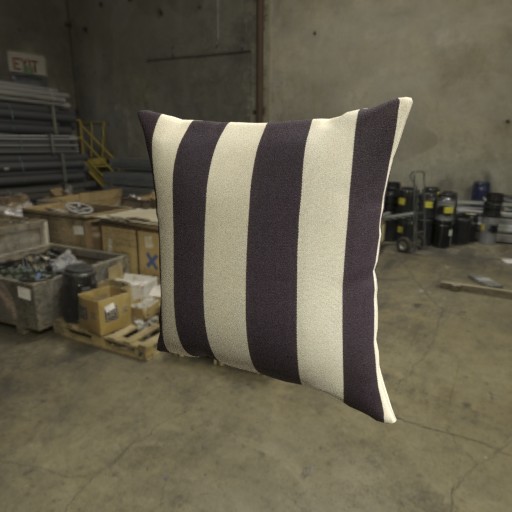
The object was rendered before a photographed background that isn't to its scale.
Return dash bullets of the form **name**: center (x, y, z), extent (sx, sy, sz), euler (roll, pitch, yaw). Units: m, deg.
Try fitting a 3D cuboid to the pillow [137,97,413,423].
- **pillow**: center (0.000, 0.000, 0.807), extent (0.536, 0.526, 0.189), euler (8, 16, 27)
